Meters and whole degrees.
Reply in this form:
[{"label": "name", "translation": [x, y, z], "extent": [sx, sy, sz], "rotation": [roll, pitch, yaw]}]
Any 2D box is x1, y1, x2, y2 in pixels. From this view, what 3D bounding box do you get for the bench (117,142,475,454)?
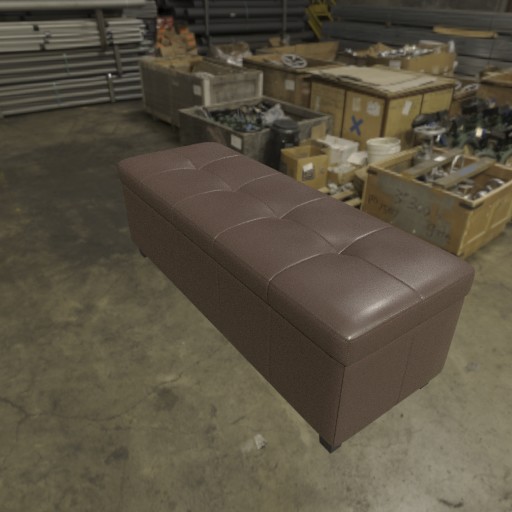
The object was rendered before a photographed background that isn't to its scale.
[{"label": "bench", "translation": [0.000, 0.000, 1.450], "extent": [0.450, 0.417, 1.219], "rotation": [-20, 37, -30]}]
